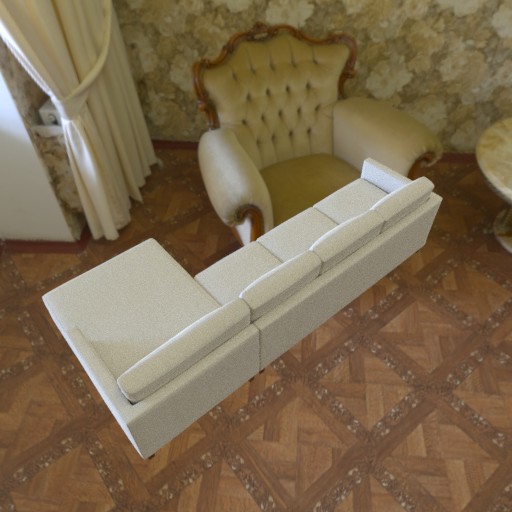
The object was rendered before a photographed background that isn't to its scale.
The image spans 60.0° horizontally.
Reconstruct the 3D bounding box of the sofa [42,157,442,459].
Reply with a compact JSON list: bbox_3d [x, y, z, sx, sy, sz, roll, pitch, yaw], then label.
[{"bbox_3d":[0.000,0.000,4.131,3.471,0.954,1.599,-32,54,-26],"label":"sofa"}]
